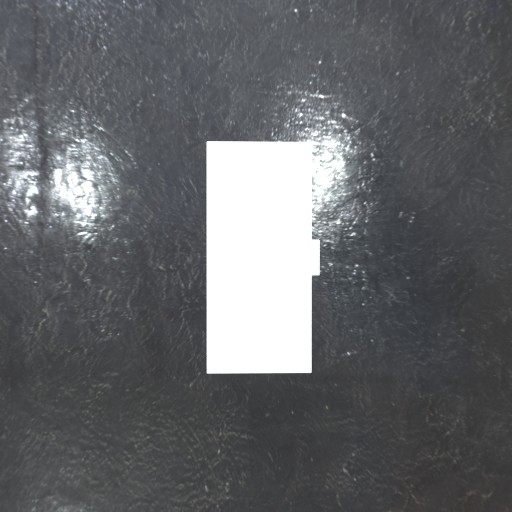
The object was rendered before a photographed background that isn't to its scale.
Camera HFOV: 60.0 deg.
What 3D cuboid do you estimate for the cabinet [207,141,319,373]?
[{"bbox_3d":[0.000,0.000,1.811,0.255,1.630,0.520,0,90,-1],"label":"cabinet"}]
